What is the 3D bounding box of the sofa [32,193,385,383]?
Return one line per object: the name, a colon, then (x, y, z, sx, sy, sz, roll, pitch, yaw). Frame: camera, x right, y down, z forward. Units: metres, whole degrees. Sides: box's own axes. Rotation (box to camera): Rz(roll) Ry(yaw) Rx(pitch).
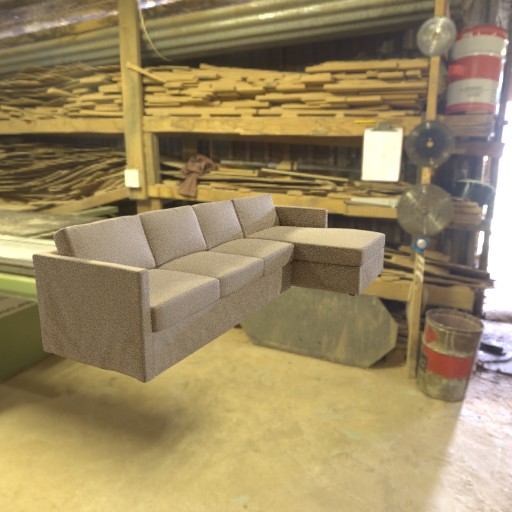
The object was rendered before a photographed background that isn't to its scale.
sofa: (0.000, 0.000, 3.930, 1.622, 0.871, 3.206, 7, 15, 27)
